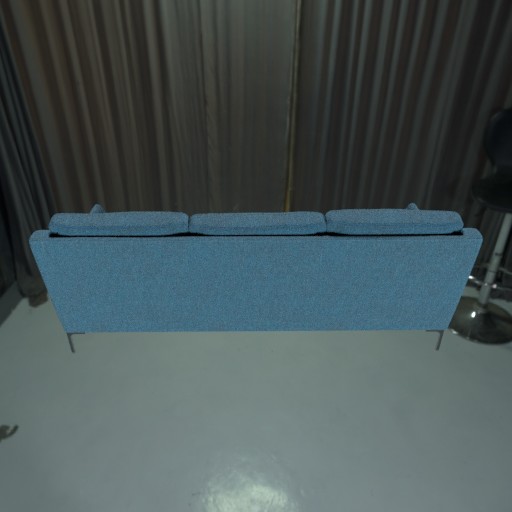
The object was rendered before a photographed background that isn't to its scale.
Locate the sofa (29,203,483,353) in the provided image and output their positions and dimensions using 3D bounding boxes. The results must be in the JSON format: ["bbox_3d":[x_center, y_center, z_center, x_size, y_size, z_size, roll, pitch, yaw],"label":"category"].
[{"bbox_3d":[0.000,0.000,2.500,2.060,0.837,0.849,0,30,-1],"label":"sofa"}]
